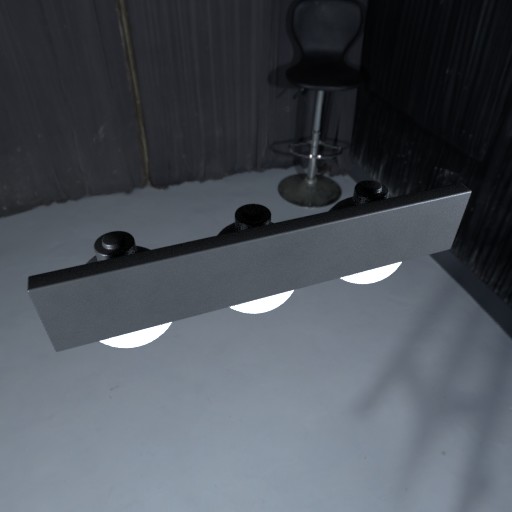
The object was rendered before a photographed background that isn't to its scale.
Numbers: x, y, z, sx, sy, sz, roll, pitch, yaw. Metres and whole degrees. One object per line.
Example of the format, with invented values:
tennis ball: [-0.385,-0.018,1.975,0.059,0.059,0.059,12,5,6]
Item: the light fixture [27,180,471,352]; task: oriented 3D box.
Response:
light fixture: [0.000,0.000,0.840,0.721,0.263,0.218,-13,42,-15]
